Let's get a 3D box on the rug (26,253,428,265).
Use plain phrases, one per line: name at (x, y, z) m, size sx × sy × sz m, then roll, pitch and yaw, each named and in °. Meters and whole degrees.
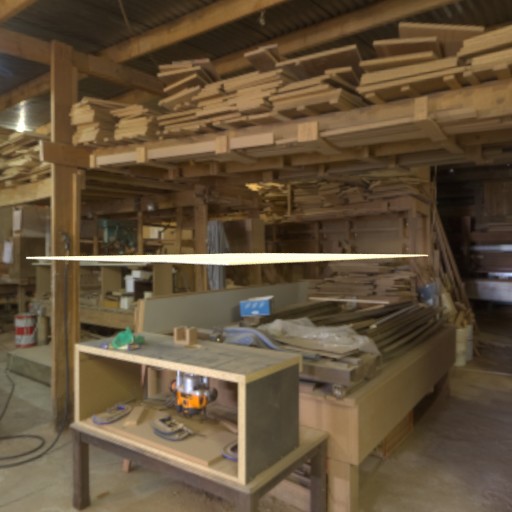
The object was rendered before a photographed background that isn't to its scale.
rug at (0.000, 0.000, 2.353) m, size 1.232 × 0.015 × 1.825 m, roll 1°, pitch 1°, yaw 38°
